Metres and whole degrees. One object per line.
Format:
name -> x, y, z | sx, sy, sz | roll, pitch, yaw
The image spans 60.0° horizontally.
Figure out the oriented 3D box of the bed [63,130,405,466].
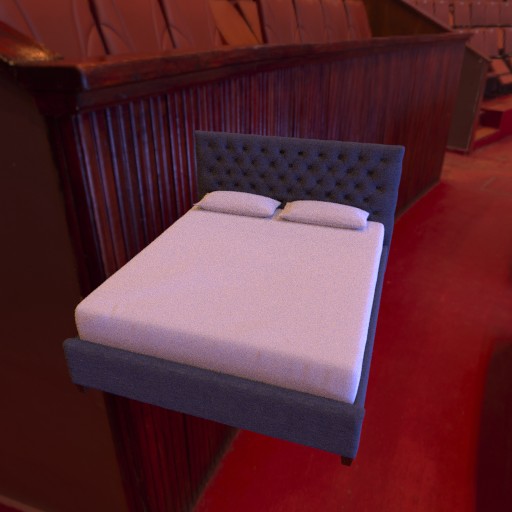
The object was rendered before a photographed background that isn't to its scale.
bed -> 0.000, 0.000, 3.635 | 2.078, 1.427, 2.387 | 9, 29, 16
